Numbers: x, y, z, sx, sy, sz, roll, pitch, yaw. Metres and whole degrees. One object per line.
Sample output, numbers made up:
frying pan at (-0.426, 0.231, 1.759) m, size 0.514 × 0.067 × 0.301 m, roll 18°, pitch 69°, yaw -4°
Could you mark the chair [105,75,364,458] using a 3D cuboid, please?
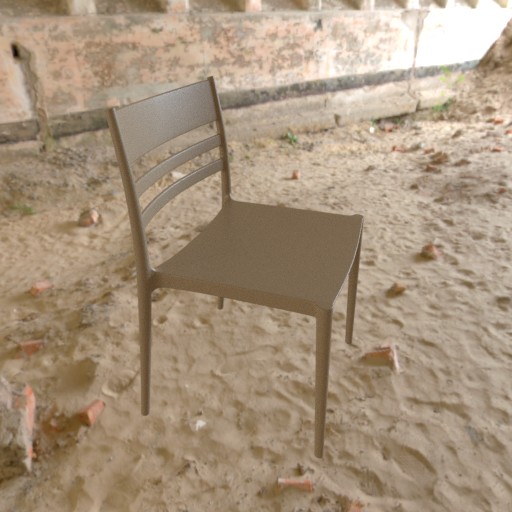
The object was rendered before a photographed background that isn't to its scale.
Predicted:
chair at (0.000, 0.000, 1.150) m, size 0.511 × 0.800 × 0.531 m, roll 10°, pitch 31°, yaw 17°
